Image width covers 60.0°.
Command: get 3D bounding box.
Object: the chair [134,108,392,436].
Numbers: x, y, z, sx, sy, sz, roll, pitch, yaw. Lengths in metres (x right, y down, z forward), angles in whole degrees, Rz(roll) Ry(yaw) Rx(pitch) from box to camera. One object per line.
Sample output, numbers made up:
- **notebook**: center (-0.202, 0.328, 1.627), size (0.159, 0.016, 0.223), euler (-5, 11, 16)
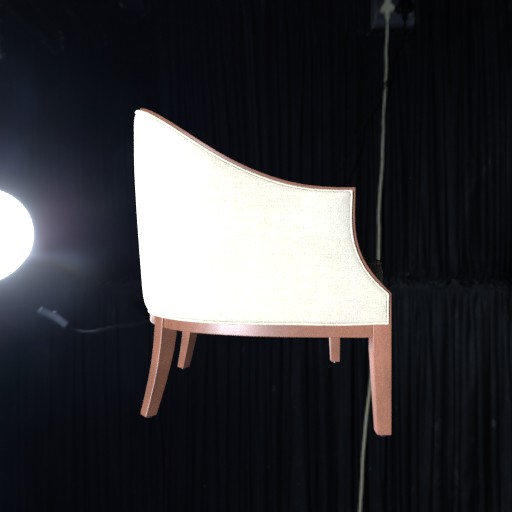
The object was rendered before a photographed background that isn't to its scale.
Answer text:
- **chair**: center (0.000, 0.000, 1.462), size (0.735, 0.876, 0.803), euler (0, 0, 1)
